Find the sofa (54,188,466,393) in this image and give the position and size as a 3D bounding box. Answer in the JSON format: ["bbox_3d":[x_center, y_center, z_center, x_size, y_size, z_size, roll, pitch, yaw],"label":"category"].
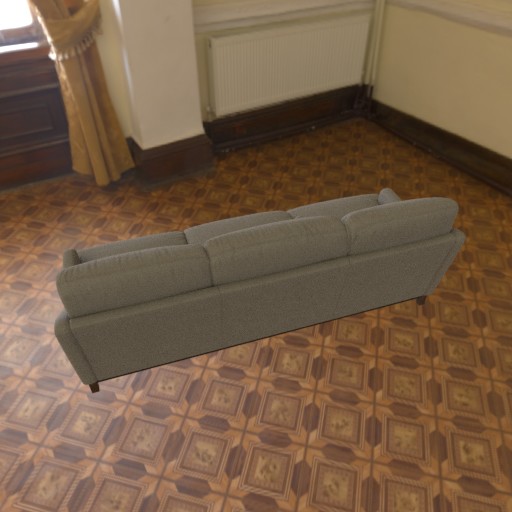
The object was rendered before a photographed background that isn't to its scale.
[{"bbox_3d":[0.000,0.000,2.853,2.344,0.926,0.987,-12,42,-14],"label":"sofa"}]
